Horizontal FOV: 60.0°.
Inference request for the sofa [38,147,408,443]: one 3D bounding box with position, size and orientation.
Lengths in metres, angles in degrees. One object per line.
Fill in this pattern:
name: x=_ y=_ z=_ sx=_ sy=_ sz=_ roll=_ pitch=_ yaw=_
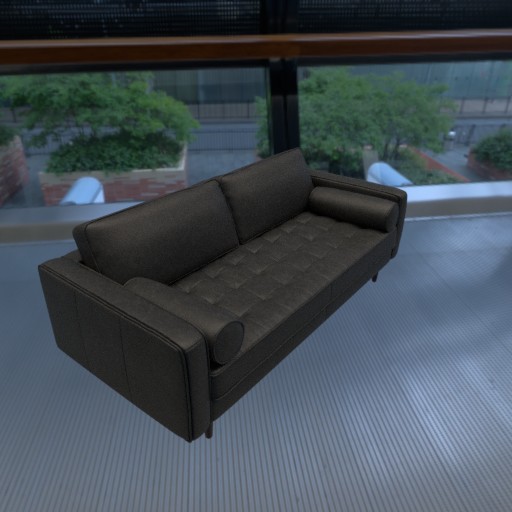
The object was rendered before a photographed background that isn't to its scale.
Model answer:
sofa: x=0.000 y=0.000 z=2.333 sx=0.921 sy=0.770 sz=1.879 roll=20 pitch=34 yaw=33
